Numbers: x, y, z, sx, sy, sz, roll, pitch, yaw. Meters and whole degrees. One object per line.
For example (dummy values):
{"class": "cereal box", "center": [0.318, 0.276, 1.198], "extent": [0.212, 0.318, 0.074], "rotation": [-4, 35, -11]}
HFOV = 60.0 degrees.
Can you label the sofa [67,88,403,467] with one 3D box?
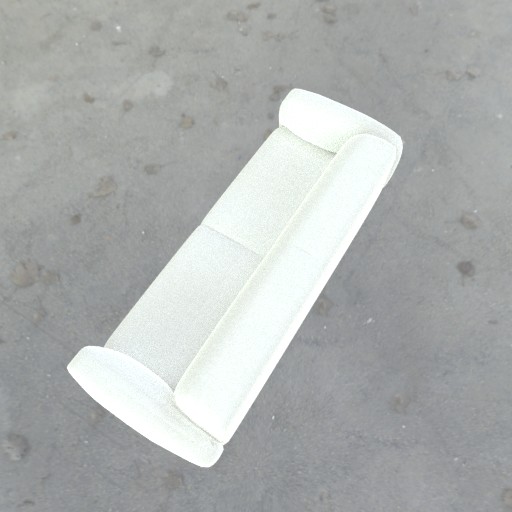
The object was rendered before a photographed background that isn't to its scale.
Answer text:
{"class": "sofa", "center": [0.000, 0.000, 2.647], "extent": [0.870, 0.780, 2.280], "rotation": [30, 68, 13]}
